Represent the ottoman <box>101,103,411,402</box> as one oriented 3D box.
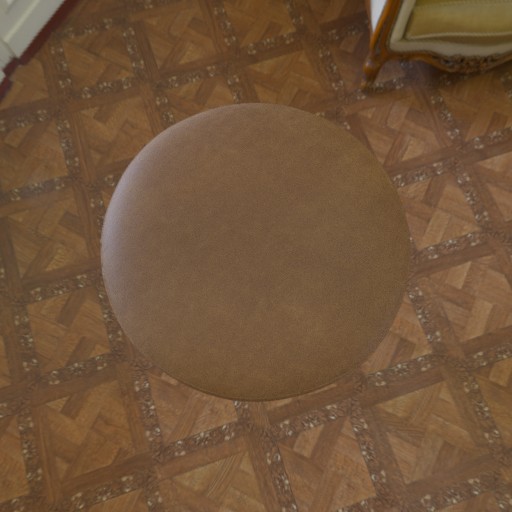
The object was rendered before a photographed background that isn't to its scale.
[{"bbox_3d":[0.000,0.000,1.252,0.771,0.460,0.771,0,75,0],"label":"ottoman"}]
